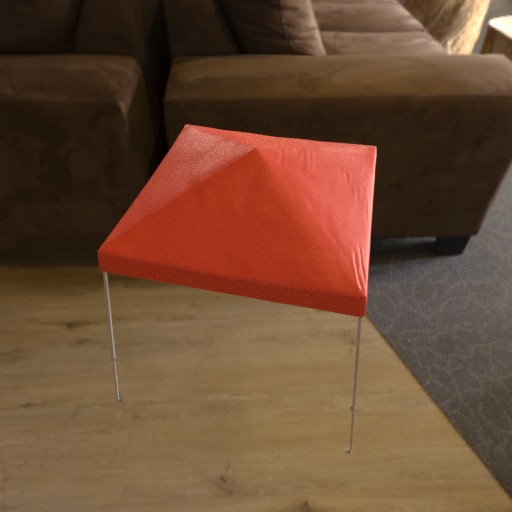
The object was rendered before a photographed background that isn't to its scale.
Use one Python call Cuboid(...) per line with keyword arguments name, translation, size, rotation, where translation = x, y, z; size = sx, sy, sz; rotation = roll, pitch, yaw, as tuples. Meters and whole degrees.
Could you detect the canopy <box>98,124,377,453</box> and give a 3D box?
Cuboid(name="canopy", translation=(0.000, 0.000, 5.174), size=(2.849, 2.850, 2.850), rotation=(9, 45, 9))
